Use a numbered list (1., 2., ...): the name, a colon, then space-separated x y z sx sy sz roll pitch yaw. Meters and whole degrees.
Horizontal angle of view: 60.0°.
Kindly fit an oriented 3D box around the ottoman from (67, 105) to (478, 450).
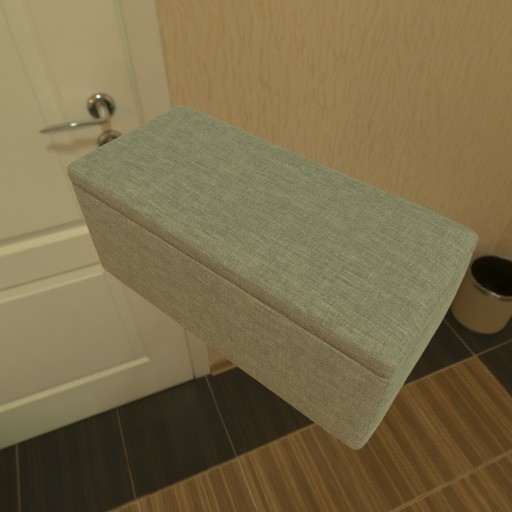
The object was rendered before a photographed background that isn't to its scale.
1. ottoman: 0.000 0.000 1.133 0.902 0.432 0.419 30 54 25
